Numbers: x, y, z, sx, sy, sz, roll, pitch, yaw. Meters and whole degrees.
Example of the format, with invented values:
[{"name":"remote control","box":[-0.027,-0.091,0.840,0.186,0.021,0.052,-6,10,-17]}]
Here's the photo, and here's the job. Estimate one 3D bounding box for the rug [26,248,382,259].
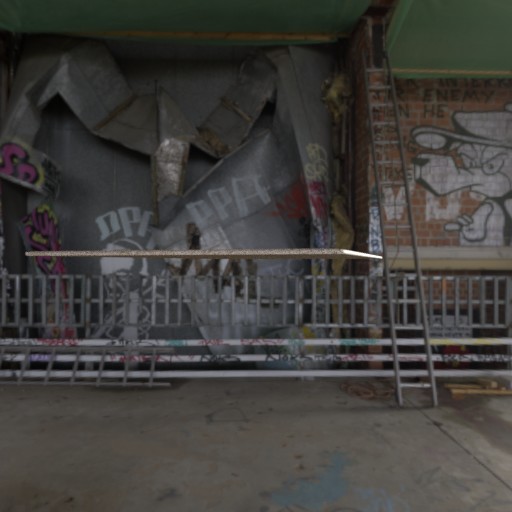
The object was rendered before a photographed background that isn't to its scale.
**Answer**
[{"name":"rug","box":[0.000,0.000,3.049,1.539,0.024,2.469,0,-1,19]}]
